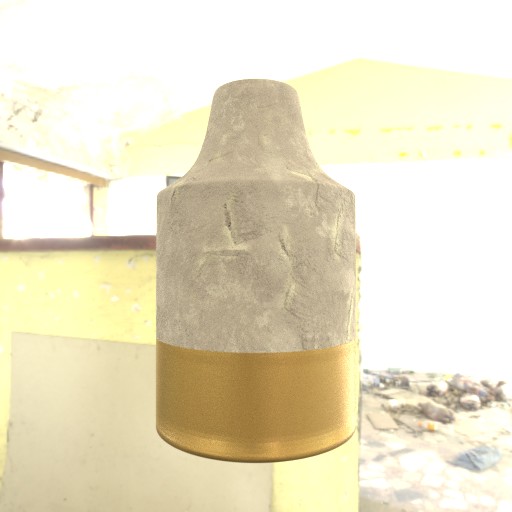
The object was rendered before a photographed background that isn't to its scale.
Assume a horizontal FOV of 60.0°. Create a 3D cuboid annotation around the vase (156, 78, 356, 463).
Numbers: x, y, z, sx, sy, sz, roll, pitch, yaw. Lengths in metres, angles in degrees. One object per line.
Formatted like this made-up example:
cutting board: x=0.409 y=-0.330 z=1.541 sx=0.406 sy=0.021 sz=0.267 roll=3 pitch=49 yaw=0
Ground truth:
vase: x=0.000 y=0.000 z=0.418 sx=0.184 sy=0.305 sz=0.184 roll=0 pitch=0 yaw=0
